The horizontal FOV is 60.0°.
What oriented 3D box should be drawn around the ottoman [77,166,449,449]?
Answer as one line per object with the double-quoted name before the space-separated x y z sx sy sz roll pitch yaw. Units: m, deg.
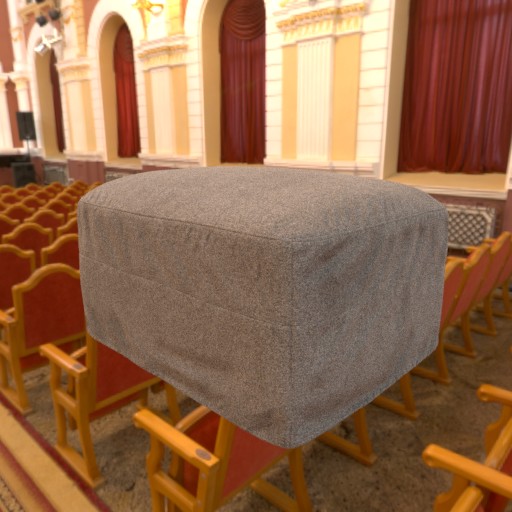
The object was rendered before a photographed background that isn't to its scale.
"ottoman" 0.000 0.000 1.226 0.837 0.481 0.683 13 20 42
